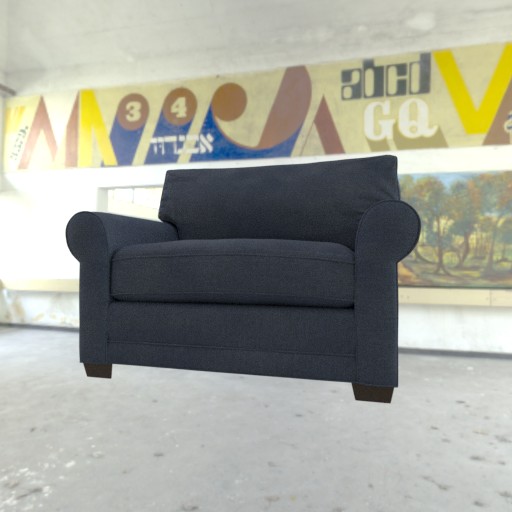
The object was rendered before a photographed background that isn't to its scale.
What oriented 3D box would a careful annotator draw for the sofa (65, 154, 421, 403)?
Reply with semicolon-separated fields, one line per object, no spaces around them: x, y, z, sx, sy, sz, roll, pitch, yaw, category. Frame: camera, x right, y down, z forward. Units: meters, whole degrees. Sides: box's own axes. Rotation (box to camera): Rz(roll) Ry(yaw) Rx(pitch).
0.000;0.000;2.075;1.405;1.004;0.938;0;-1;17;sofa
